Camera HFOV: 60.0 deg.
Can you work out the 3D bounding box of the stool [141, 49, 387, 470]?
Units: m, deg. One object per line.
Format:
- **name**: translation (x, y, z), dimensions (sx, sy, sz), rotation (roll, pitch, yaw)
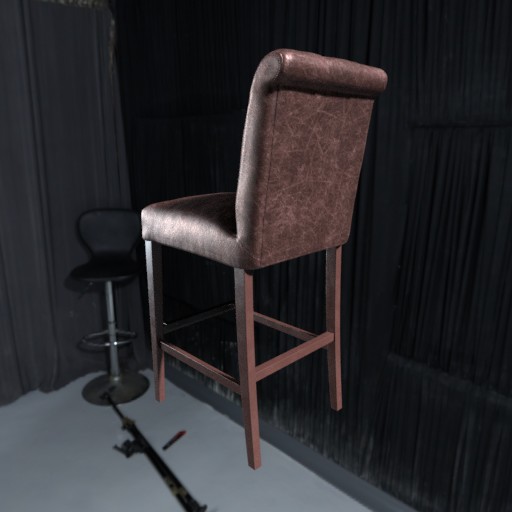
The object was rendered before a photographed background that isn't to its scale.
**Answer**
- **stool**: translation (0.000, 0.000, 1.494), dimensions (0.483, 1.168, 0.659), rotation (-14, 20, -43)
